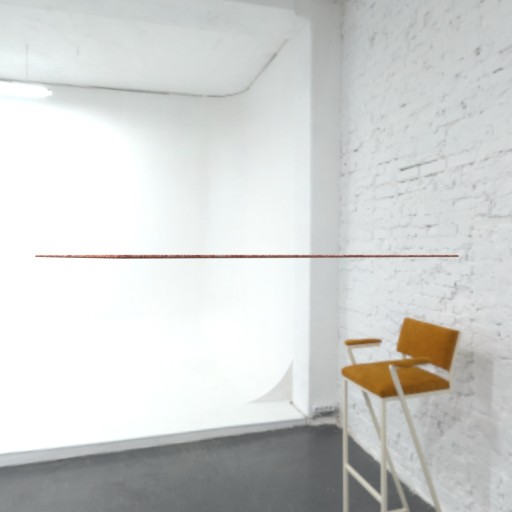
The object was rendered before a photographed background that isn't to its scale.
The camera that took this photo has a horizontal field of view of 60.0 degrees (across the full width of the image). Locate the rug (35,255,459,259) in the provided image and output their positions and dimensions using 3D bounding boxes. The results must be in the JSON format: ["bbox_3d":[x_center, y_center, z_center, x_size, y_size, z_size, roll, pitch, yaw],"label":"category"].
[{"bbox_3d":[0.000,0.000,2.993,2.438,0.015,1.524,0,0,-37],"label":"rug"}]
